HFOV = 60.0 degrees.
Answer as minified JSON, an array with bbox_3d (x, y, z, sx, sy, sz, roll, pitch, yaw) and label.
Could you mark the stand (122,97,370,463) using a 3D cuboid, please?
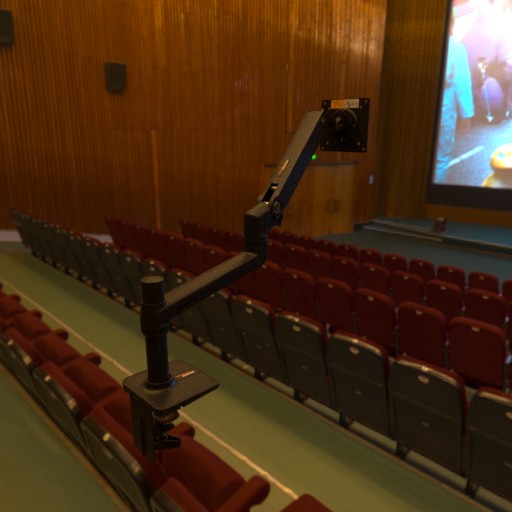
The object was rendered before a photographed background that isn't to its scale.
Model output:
[{"bbox_3d":[0.000,0.000,1.019,0.152,0.713,0.650,15,22,43],"label":"stand"}]
